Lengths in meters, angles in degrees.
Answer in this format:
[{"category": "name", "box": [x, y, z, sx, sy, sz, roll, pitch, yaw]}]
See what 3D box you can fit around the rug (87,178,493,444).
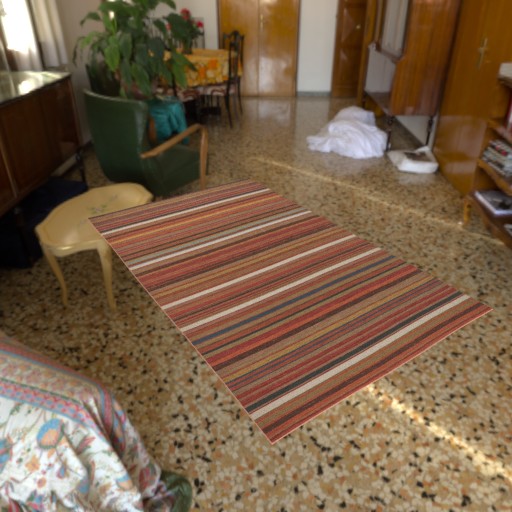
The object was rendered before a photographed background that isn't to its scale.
[{"category": "rug", "box": [0.000, 0.000, 2.956, 1.523, 0.008, 2.438, -19, 36, -29]}]
